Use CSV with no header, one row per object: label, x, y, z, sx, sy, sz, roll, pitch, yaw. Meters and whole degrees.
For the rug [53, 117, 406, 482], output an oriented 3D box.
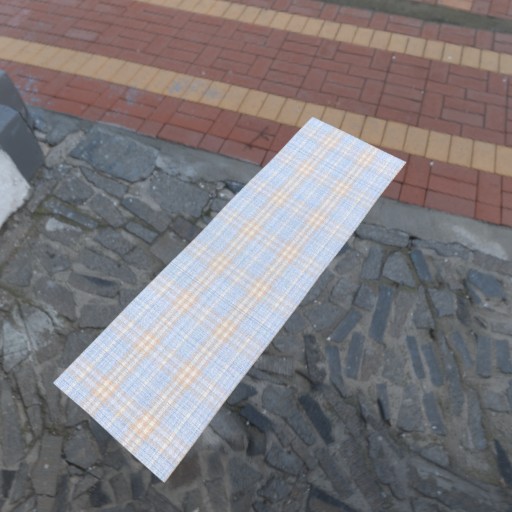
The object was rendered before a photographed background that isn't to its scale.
rug,0.000,0.000,2.641,0.762,0.013,2.439,32,64,18
